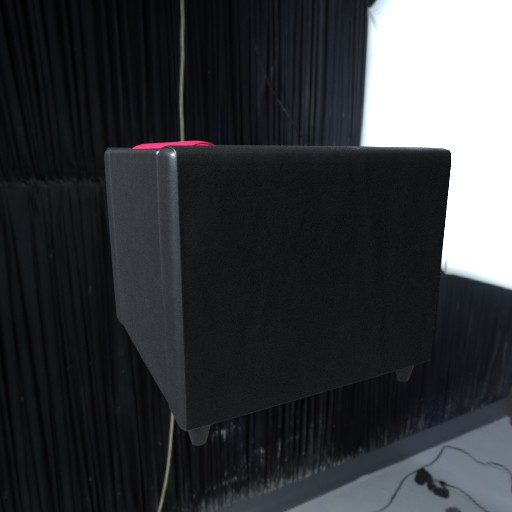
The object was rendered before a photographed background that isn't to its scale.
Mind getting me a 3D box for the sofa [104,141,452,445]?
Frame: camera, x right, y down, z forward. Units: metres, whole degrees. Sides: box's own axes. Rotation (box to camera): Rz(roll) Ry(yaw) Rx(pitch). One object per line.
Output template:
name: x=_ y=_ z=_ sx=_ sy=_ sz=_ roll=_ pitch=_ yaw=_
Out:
sofa: x=0.000 y=0.000 z=1.472 sx=0.809 sy=0.724 sz=0.839 roll=-7 pitch=15 yaw=-26
